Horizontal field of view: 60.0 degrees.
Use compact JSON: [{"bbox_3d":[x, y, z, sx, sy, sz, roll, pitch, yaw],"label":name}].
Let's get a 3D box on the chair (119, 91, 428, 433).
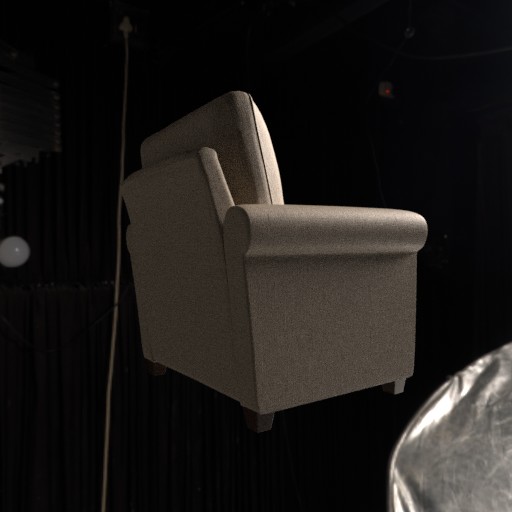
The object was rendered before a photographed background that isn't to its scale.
[{"bbox_3d":[0.000,0.000,2.336,1.180,1.349,1.275,0,0,-35],"label":"chair"}]
